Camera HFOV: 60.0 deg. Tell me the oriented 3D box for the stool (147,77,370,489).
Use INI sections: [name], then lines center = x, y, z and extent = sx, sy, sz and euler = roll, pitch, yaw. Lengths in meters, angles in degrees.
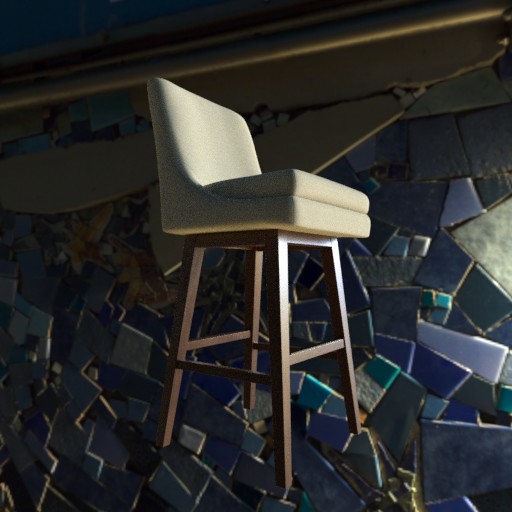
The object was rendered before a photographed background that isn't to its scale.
[stool]
center = 0.000, 0.000, 1.351
extent = 0.559, 1.093, 0.483
euler = -1, -2, 36
